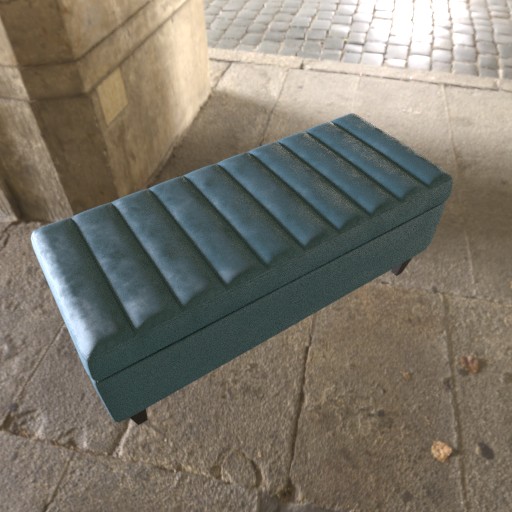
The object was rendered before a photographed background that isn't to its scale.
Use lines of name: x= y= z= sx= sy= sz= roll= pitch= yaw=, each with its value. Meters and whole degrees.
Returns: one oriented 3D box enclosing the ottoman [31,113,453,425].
ottoman: x=0.000 y=0.000 z=1.403 sx=1.151 sy=0.469 sz=0.482 roll=-25 pitch=52 yaw=-22
